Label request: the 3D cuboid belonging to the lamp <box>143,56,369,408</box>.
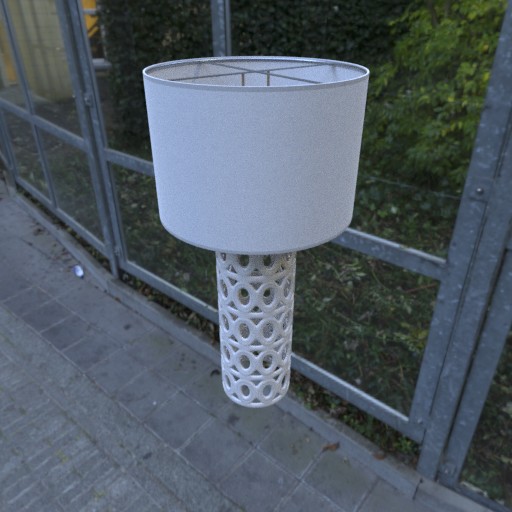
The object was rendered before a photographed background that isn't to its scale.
[{"bbox_3d":[0.000,0.000,0.809,0.325,0.636,0.324,-20,36,-31],"label":"lamp"}]
